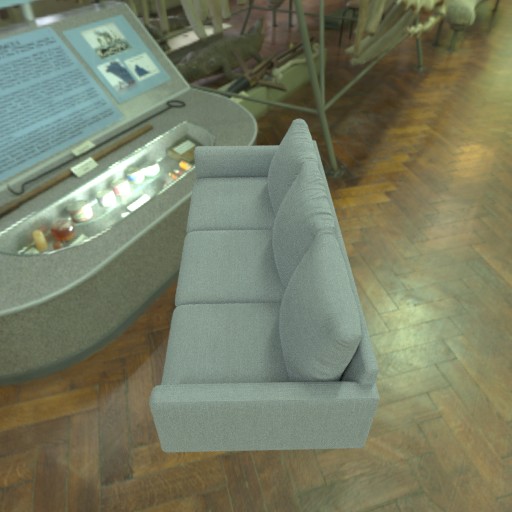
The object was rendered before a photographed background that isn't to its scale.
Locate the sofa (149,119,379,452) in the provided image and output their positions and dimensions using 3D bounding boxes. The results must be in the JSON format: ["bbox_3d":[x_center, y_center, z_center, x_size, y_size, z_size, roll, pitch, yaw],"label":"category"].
[{"bbox_3d":[0.000,0.000,2.438,0.850,0.830,2.000,-1,41,-1],"label":"sofa"}]
